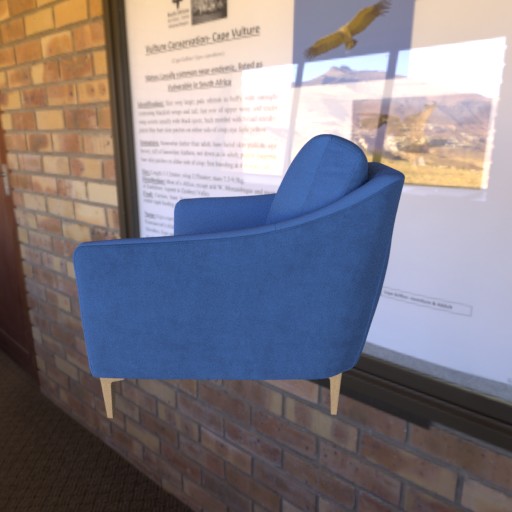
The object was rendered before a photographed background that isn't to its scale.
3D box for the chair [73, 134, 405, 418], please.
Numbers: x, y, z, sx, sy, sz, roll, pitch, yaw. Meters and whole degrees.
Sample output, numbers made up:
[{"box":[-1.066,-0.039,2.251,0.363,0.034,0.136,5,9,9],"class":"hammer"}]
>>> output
[{"box":[0.000,0.000,1.700,0.961,0.899,0.987,2,15,8],"class":"chair"}]
